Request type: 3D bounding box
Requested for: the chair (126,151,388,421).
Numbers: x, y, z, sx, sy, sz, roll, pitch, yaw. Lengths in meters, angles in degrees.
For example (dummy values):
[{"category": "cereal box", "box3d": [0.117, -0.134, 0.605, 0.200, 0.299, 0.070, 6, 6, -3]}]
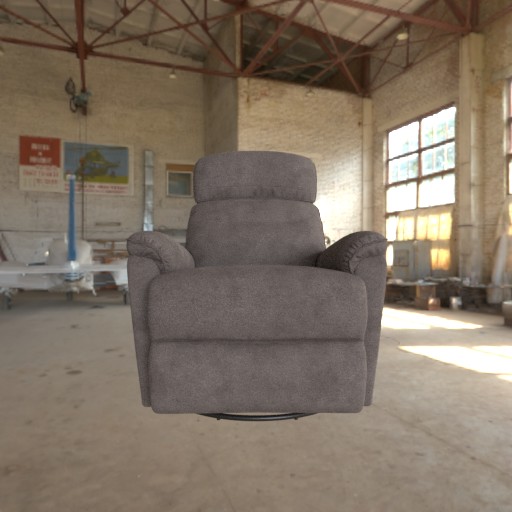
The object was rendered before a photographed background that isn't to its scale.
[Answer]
[{"category": "chair", "box3d": [0.000, 0.000, 1.777, 0.830, 1.036, 1.009, 0, 0, -1]}]
